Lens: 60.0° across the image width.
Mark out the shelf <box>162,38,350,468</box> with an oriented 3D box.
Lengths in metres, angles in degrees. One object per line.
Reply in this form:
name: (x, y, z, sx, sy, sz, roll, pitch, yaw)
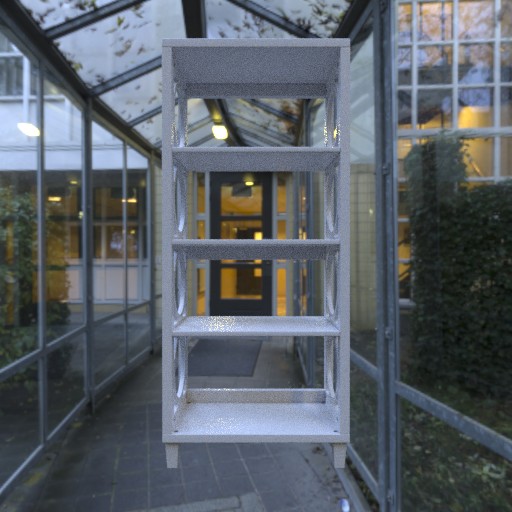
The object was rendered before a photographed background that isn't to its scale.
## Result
shelf: (0.000, 0.000, 1.608, 0.611, 1.411, 0.340, 0, 0, 0)
